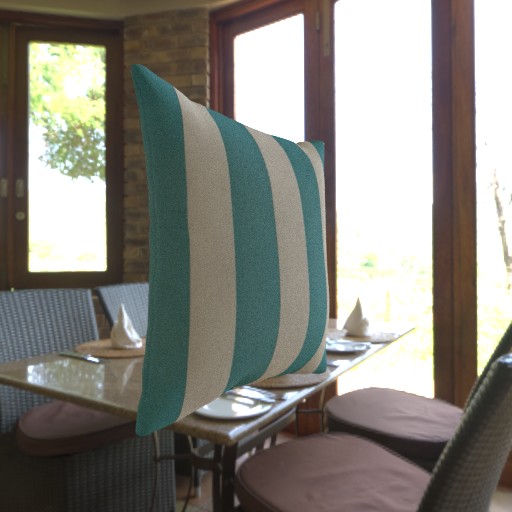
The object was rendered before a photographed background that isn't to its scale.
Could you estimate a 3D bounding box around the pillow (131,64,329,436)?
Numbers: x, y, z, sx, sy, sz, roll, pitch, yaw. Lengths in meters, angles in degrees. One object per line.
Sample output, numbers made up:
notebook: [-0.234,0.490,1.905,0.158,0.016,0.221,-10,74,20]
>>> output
pillow: [0.000,0.000,0.810,0.189,0.526,0.536,-1,-1,37]
